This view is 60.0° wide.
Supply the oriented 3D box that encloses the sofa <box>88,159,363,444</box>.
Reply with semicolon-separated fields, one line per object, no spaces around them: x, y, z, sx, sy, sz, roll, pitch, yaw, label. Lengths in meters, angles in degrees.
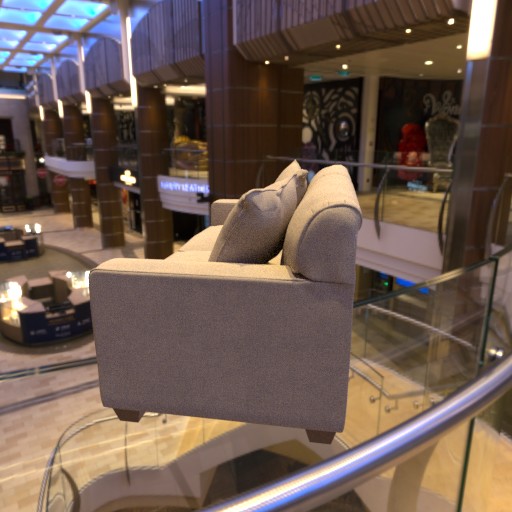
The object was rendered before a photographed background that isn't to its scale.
0.000;0.000;2.427;0.998;0.958;1.846;3;15;9;sofa
